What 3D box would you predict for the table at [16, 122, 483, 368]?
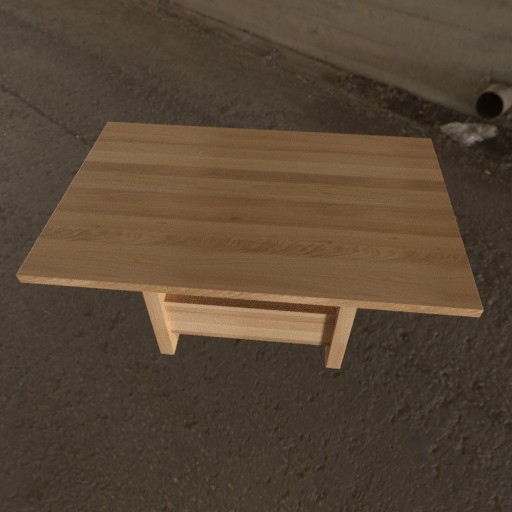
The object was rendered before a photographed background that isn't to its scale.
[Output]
[{"bbox_3d":[0.000,0.000,1.459,1.100,0.510,0.700,4,48,4],"label":"table"}]
